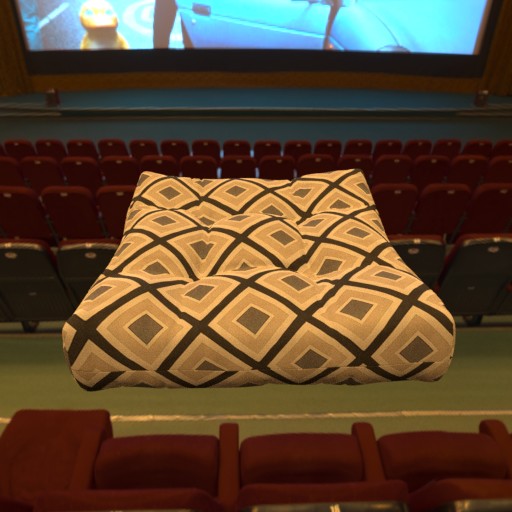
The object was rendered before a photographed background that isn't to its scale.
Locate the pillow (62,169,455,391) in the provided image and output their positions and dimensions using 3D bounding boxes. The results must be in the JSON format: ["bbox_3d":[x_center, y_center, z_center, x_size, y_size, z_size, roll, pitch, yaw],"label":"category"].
[{"bbox_3d":[0.000,0.000,0.713,0.468,0.128,0.490,-1,32,-2],"label":"pillow"}]
